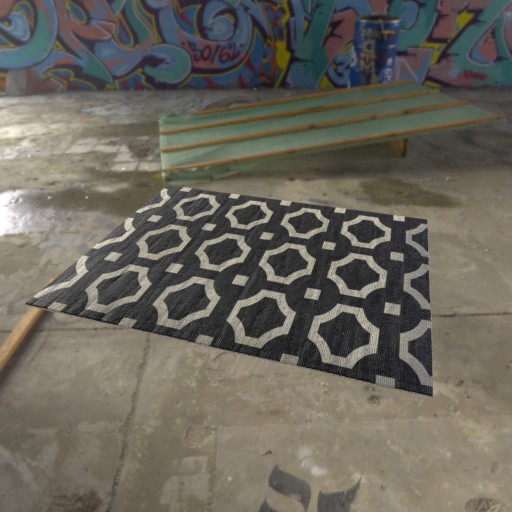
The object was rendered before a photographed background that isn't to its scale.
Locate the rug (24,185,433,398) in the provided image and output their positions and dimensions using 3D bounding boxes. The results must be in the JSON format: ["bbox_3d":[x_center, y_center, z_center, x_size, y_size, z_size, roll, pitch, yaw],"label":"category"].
[{"bbox_3d":[0.000,0.000,4.089,3.049,0.021,2.466,9,33,15],"label":"rug"}]
